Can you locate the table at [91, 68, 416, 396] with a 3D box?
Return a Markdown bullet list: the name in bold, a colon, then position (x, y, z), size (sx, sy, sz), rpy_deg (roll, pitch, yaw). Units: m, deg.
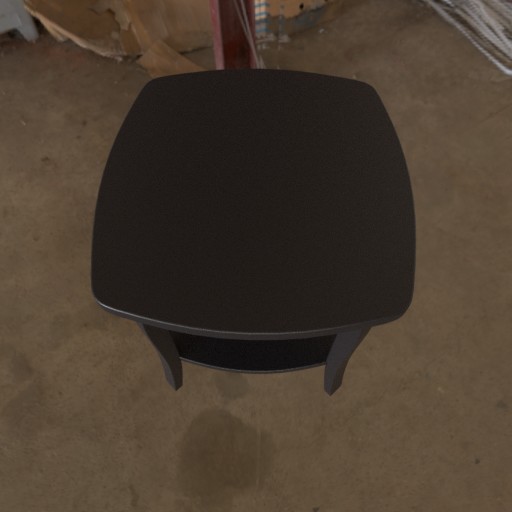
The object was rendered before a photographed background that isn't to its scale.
- **table**: position (0.000, 0.000, 0.850), size (0.457, 0.457, 0.508), rpy_deg (2, 58, 1)
